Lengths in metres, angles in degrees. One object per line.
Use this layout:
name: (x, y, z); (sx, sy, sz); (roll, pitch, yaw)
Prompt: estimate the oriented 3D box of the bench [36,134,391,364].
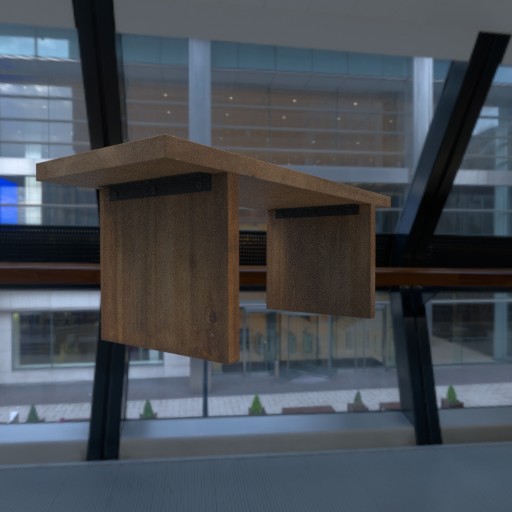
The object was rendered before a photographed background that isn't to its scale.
bench: (0.000, 0.000, 1.420); (0.458, 0.458, 1.183); (0, 1, 36)
